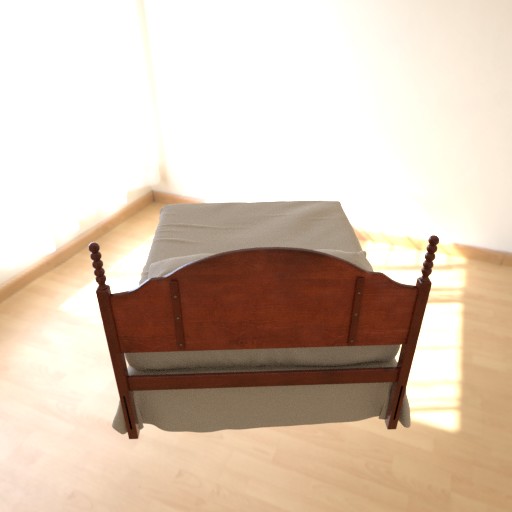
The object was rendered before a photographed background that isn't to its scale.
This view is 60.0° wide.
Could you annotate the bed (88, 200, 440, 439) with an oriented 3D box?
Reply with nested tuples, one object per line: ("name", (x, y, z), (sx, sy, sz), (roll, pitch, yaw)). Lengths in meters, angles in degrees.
("bed", (0.000, 0.000, 3.257), (1.873, 1.356, 2.040), (-1, 31, -2))
